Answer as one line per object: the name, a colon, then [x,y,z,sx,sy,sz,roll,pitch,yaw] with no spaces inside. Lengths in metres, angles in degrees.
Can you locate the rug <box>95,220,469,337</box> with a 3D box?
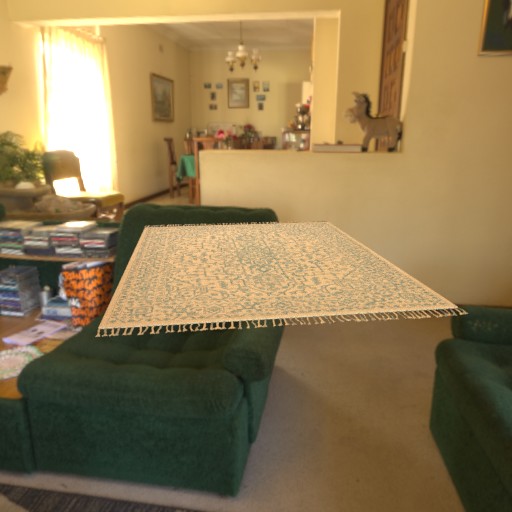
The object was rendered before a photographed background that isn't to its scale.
rug: [0.000,0.000,4.401,2.464,0.010,3.327,-2,16,-8]
